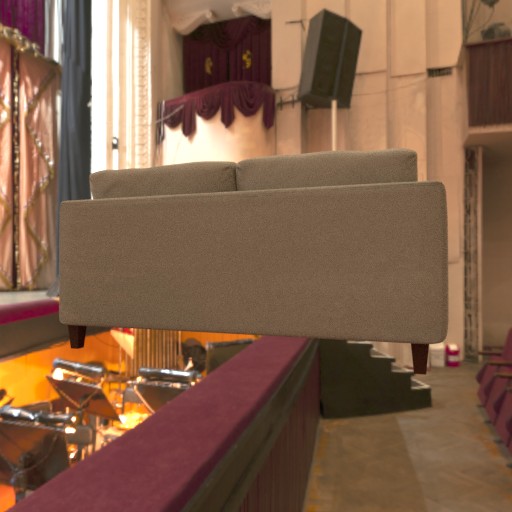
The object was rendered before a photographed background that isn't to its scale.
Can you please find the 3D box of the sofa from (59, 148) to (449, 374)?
[{"bbox_3d":[0.000,0.000,2.442,1.884,0.963,0.950,0,-1,18],"label":"sofa"}]
